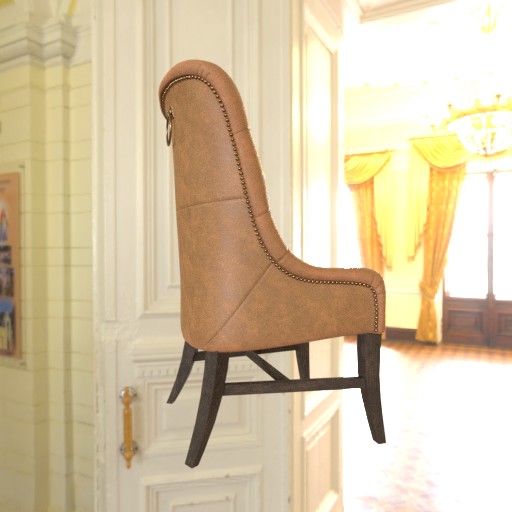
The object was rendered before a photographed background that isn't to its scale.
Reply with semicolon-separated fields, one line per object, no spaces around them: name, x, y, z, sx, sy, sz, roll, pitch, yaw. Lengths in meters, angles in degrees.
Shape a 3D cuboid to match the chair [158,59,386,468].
chair;0.000;0.000;1.471;0.629;1.091;0.634;0;1;-17
